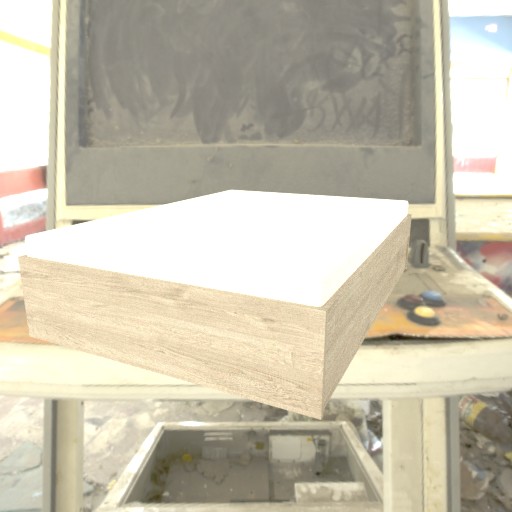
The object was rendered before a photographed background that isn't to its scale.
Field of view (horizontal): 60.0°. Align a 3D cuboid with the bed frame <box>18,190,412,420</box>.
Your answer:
[{"bbox_3d":[0.000,0.000,2.579,1.448,0.490,1.944,7,17,25],"label":"bed frame"}]
